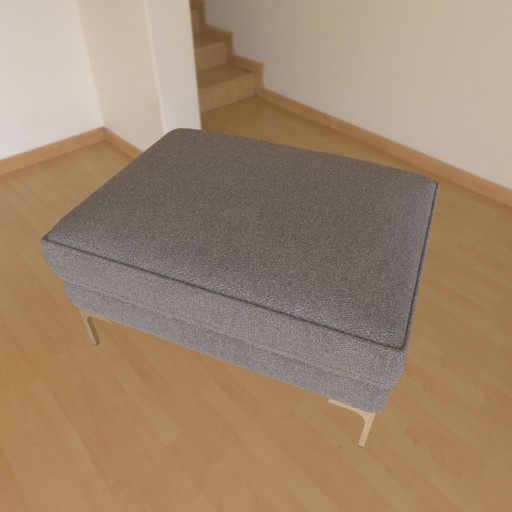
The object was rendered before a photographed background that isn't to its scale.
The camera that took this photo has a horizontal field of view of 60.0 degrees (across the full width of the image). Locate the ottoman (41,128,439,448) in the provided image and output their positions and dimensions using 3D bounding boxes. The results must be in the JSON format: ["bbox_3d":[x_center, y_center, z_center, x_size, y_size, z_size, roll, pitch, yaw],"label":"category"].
[{"bbox_3d":[0.000,0.000,1.136,0.785,0.464,0.583,15,44,17],"label":"ottoman"}]
